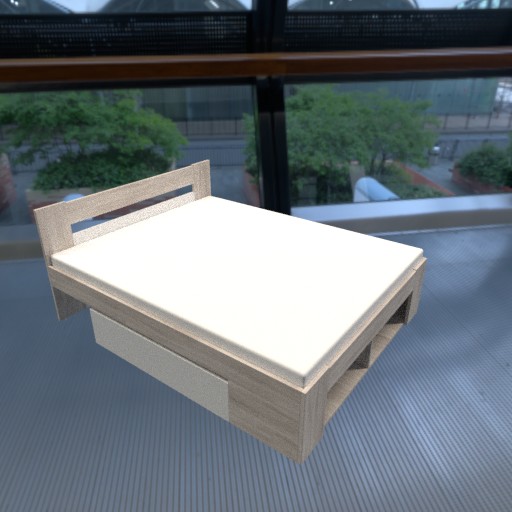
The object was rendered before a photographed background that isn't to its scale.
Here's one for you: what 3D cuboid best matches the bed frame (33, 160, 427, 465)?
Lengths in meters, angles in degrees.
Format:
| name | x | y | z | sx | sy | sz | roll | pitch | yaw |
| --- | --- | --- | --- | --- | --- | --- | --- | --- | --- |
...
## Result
| name | x | y | z | sx | sy | sz | roll | pitch | yaw |
| --- | --- | --- | --- | --- | --- | --- | --- | --- | --- |
| bed frame | 0.000 | 0.000 | 3.220 | 2.050 | 0.860 | 2.040 | 18 | 31 | 32 |
